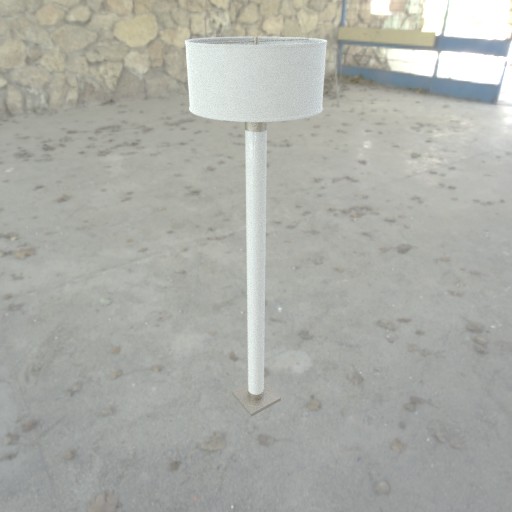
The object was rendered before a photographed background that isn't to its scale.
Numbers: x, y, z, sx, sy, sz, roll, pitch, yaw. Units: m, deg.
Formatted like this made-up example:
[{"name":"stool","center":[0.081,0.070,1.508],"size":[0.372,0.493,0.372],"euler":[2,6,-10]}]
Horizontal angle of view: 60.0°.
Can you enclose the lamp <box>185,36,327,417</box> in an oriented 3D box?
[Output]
[{"name":"lamp","center":[0.000,0.000,1.663],"size":[0.420,1.475,0.420],"euler":[-18,34,-30]}]
